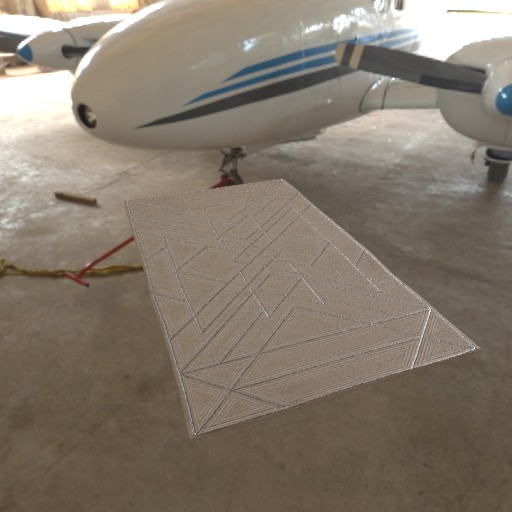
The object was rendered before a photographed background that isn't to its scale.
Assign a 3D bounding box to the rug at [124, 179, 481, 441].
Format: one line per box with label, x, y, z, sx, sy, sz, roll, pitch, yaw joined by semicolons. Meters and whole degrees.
rug;0.000;0.000;1.031;0.511;0.008;0.869;-11;32;-17
